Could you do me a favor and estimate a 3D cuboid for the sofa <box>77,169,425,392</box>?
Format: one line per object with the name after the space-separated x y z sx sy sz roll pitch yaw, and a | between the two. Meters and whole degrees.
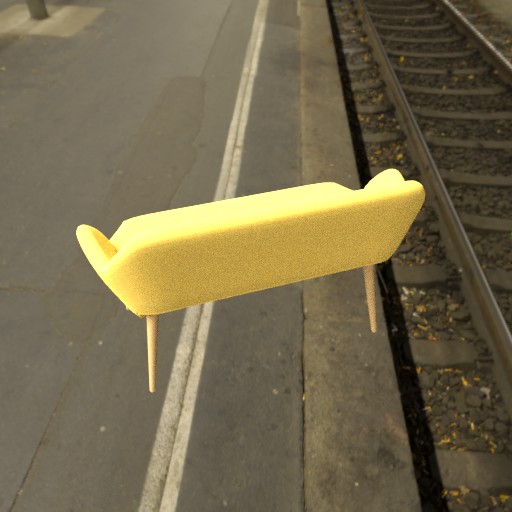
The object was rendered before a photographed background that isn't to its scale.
0.000 0.000 1.624 1.150 0.840 0.610 -12 44 -13 | sofa
